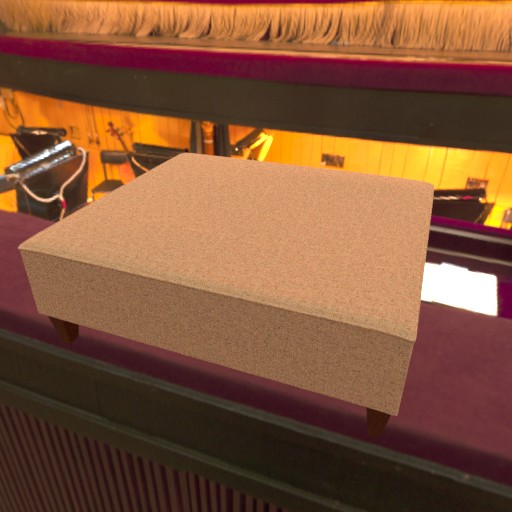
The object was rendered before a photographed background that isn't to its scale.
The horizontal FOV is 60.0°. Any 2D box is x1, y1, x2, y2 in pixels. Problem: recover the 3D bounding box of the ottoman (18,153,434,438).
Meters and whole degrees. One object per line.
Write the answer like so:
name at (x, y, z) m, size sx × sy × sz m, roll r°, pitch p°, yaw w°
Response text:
ottoman at (0.000, 0.000, 1.197) m, size 0.835 × 0.303 × 0.736 m, roll 11°, pitch 32°, yaw 18°
